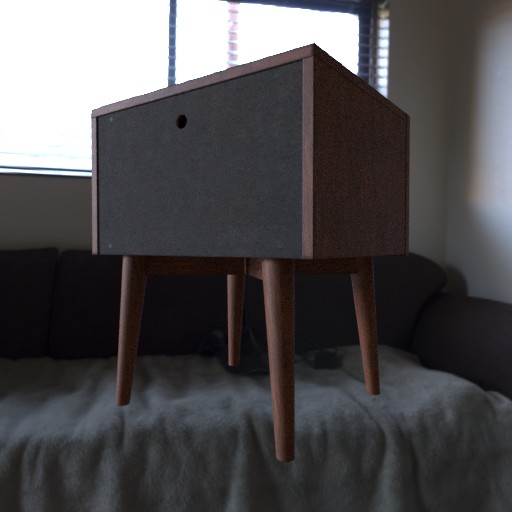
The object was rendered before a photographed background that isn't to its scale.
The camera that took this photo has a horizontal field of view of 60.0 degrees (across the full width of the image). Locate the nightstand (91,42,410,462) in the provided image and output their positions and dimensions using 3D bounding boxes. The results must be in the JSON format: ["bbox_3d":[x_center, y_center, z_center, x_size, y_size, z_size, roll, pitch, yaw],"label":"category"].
[{"bbox_3d":[0.000,0.000,0.950,0.521,0.607,0.445,1,2,36],"label":"nightstand"}]
